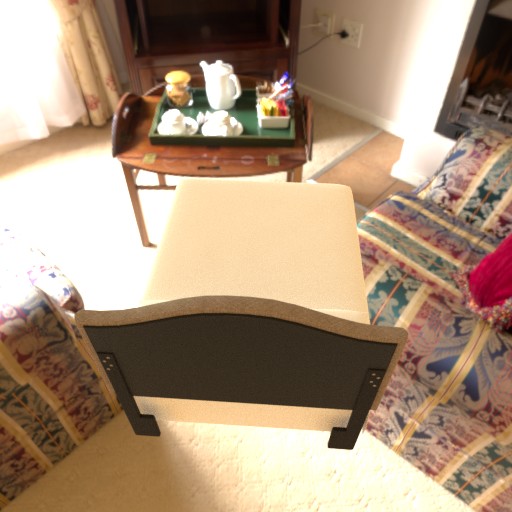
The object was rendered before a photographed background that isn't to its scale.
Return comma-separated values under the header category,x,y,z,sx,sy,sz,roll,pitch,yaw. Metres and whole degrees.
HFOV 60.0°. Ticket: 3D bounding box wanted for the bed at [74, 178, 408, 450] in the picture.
category,x,y,z,sx,sy,sz,roll,pitch,yaw
bed,0.000,0.000,3.282,1.713,1.518,2.153,3,46,3
